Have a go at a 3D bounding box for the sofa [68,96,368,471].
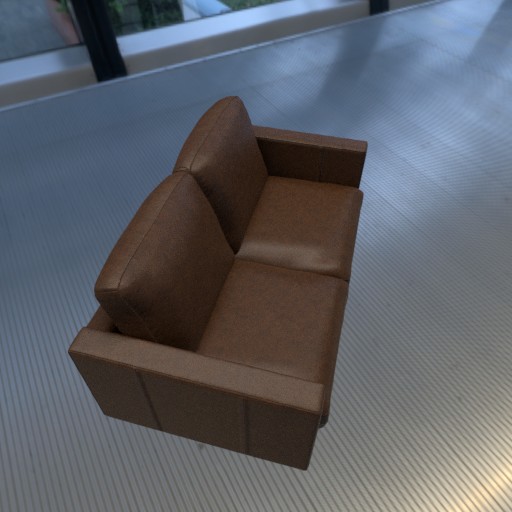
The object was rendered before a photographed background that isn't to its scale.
[{"bbox_3d":[0.000,0.000,2.094,0.909,0.951,1.578,11,48,10],"label":"sofa"}]
